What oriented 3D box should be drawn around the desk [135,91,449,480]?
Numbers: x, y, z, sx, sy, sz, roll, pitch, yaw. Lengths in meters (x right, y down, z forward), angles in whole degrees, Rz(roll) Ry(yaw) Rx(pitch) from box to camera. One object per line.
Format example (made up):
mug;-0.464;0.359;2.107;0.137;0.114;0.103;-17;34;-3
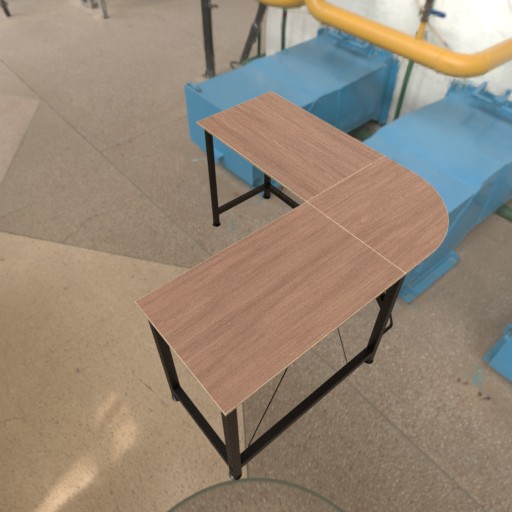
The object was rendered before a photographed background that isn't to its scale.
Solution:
desk;0.000;0.000;2.261;1.400;0.762;1.400;-32;55;-26
